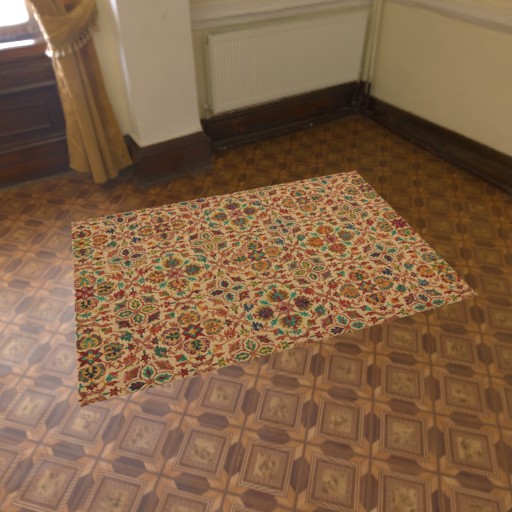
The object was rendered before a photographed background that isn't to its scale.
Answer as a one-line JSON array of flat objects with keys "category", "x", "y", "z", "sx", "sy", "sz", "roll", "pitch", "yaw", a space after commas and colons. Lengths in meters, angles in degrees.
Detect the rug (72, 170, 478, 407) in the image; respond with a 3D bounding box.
[{"category": "rug", "x": 0.000, "y": 0.000, "z": 2.929, "sx": 2.297, "sy": 0.018, "sz": 1.541, "roll": -12, "pitch": 43, "yaw": -14}]
